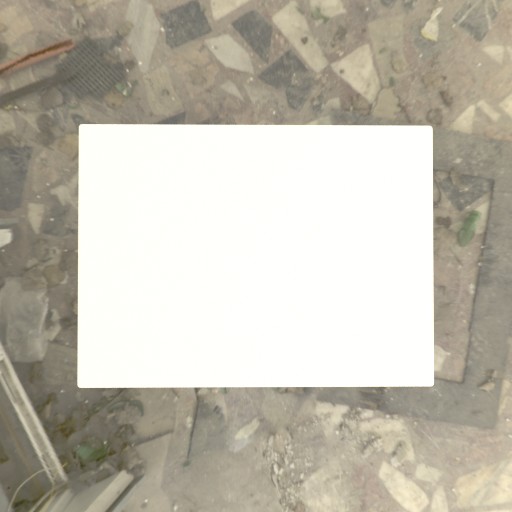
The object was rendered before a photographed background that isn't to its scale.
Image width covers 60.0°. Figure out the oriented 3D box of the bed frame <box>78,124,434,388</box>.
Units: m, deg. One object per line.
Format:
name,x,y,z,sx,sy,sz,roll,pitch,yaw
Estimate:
bed frame,0.000,0.000,2.601,1.944,0.490,1.448,0,89,-1
